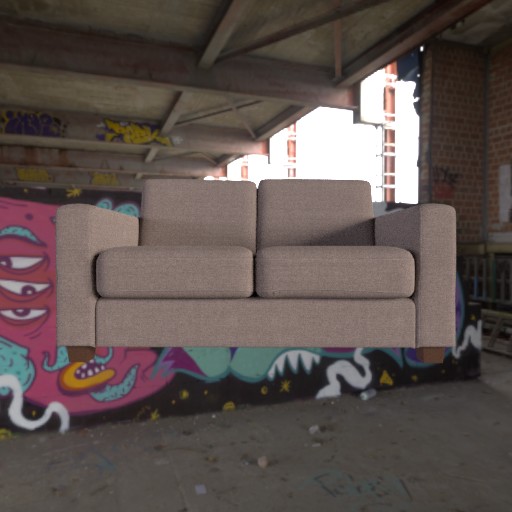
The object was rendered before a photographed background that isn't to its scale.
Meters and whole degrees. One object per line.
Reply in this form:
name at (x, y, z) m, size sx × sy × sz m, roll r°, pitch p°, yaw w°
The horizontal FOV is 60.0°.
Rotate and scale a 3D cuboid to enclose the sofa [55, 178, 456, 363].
sofa at (0.000, 0.000, 2.048) m, size 1.520 × 0.800 × 0.900 m, roll 0°, pitch 1°, yaw 1°
